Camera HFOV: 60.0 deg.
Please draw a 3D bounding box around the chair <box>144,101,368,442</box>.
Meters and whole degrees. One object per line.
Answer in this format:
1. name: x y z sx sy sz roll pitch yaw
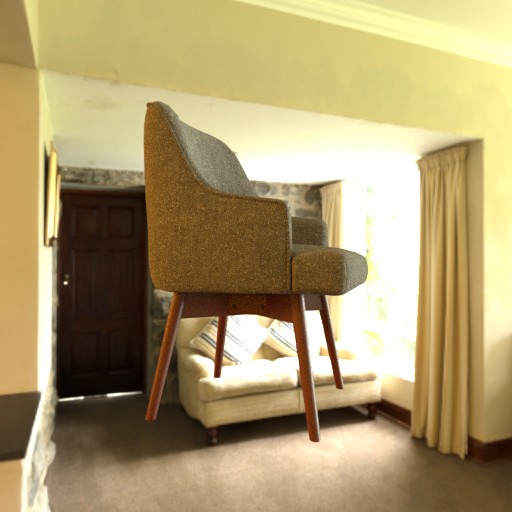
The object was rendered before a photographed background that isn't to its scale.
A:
1. chair: 0.000 0.000 1.330 0.629 0.875 0.608 0 -1 18
